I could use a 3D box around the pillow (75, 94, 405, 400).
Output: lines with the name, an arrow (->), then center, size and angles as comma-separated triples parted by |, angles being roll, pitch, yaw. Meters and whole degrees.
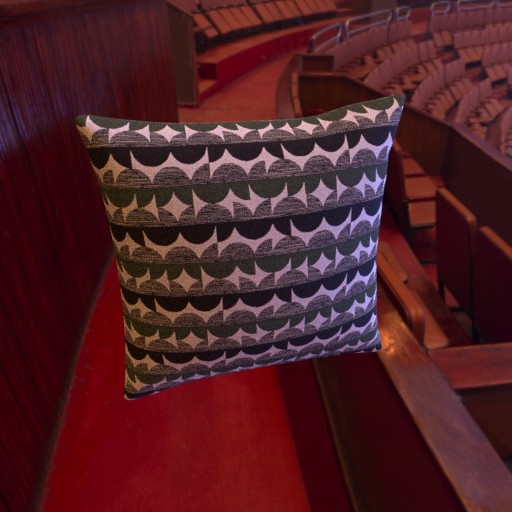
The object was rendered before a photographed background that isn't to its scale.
pillow -> 0.000, 0.000, 0.621 | 0.419, 0.404, 0.180 | -8, 33, -12
